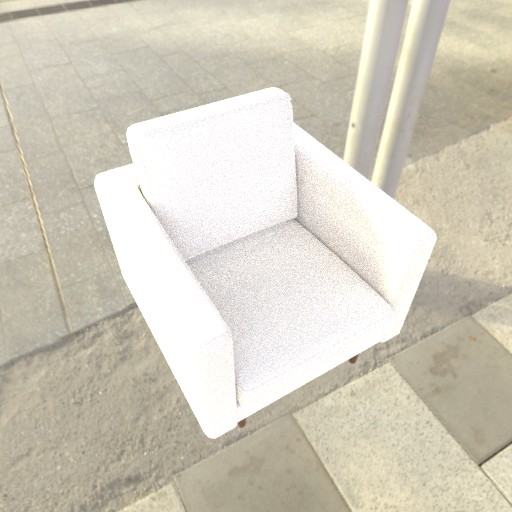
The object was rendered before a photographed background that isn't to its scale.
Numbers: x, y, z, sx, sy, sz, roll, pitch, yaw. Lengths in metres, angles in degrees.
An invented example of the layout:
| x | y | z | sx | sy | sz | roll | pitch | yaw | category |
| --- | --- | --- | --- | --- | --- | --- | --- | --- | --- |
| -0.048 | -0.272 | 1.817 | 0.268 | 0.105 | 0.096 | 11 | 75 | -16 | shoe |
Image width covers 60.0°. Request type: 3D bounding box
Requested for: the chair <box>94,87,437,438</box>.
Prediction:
| x | y | z | sx | sy | sz | roll | pitch | yaw | category |
| --- | --- | --- | --- | --- | --- | --- | --- | --- | --- |
| 0.000 | 0.000 | 1.595 | 0.831 | 0.899 | 0.879 | -23 | 50 | -21 | chair |
